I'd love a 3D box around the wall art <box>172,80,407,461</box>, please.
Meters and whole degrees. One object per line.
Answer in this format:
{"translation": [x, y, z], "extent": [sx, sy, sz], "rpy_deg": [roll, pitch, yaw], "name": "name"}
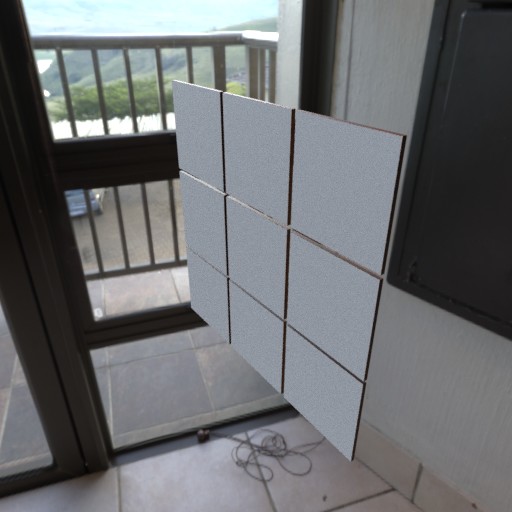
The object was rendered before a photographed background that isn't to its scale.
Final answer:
{"translation": [0.000, 0.000, 1.849], "extent": [0.017, 1.246, 1.256], "rpy_deg": [-20, 35, -31], "name": "wall art"}
